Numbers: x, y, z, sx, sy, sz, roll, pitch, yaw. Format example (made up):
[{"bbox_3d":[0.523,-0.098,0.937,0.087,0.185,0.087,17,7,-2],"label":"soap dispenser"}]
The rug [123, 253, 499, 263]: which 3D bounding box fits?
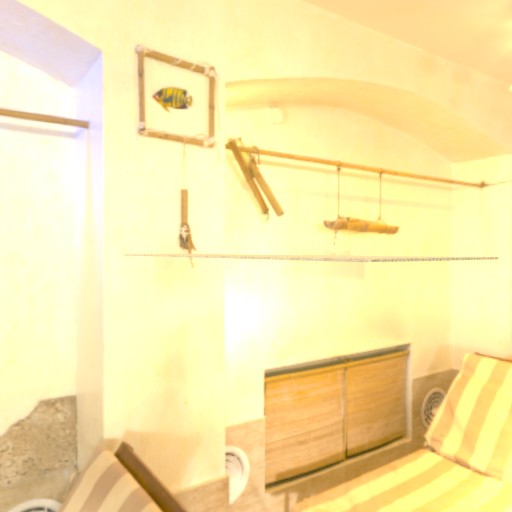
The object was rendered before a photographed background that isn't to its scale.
[{"bbox_3d":[0.000,0.000,2.742,0.795,0.015,2.544,0,1,-36],"label":"rug"}]
